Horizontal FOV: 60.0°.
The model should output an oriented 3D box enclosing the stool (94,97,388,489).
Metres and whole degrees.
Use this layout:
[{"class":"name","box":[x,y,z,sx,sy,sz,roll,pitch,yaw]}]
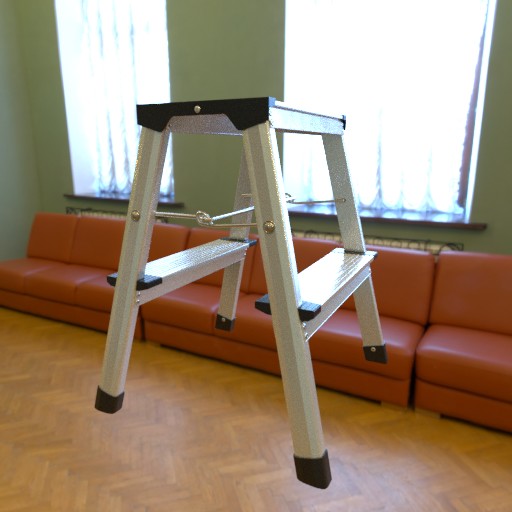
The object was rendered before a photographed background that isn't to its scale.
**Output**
[{"class":"stool","box":[0.000,0.000,0.765,0.405,0.480,0.404,7,15,26]}]
